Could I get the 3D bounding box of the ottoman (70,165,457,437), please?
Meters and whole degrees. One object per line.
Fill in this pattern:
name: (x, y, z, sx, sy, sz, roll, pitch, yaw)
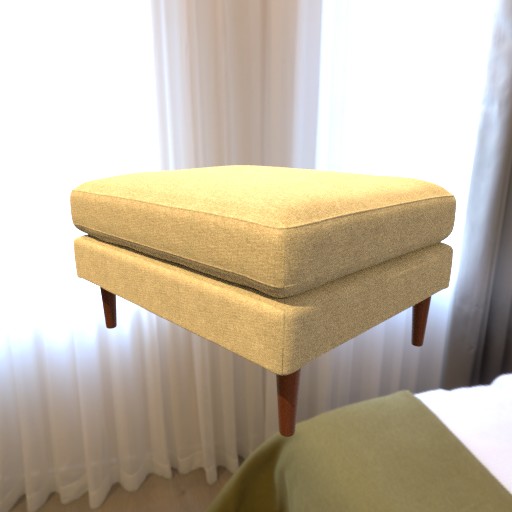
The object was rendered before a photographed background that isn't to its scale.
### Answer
ottoman: (0.000, 0.000, 1.230, 0.693, 0.474, 0.821, -14, 20, -43)
